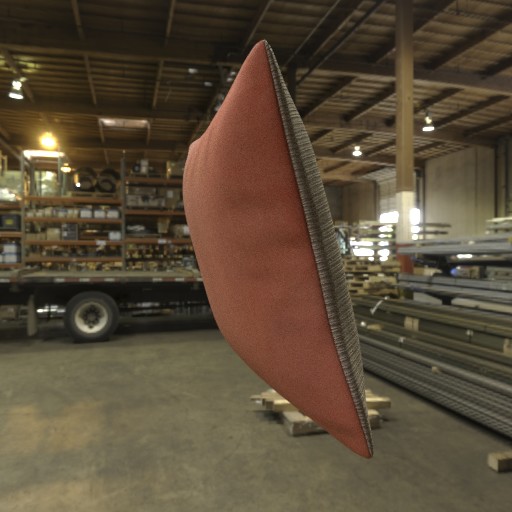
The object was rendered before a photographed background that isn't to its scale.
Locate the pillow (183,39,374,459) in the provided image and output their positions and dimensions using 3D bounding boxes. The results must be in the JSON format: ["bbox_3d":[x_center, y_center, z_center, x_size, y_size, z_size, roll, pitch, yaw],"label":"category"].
[{"bbox_3d":[0.000,0.000,0.622,0.177,0.401,0.424,0,1,-17],"label":"pillow"}]
